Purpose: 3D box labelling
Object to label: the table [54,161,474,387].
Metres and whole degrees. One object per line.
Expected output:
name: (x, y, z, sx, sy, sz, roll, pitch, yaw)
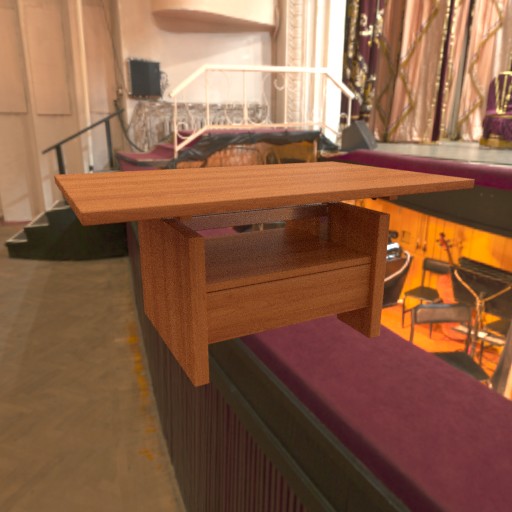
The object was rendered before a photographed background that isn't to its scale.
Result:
table: (0.000, 0.000, 1.444, 1.100, 0.510, 0.700, -9, 19, -26)
